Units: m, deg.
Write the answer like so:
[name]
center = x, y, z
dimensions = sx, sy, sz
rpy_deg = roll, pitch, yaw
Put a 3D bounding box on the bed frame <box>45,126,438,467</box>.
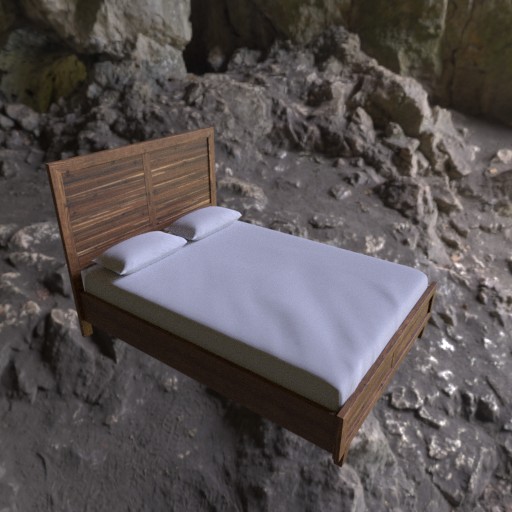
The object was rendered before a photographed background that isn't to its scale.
[bed frame]
center = 0.000, 0.000, 3.321
dimensions = 2.276, 1.417, 1.696
rpy_deg = 17, 31, 31
